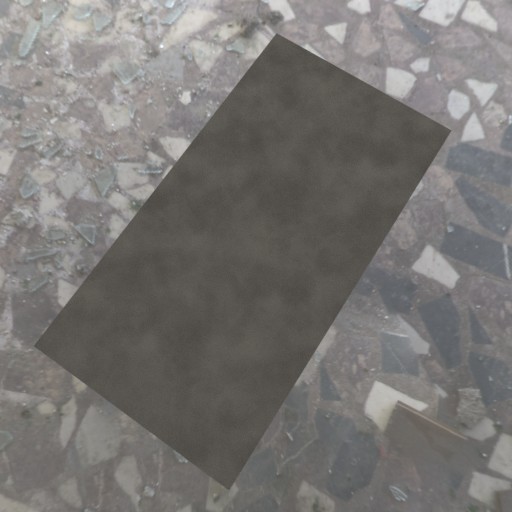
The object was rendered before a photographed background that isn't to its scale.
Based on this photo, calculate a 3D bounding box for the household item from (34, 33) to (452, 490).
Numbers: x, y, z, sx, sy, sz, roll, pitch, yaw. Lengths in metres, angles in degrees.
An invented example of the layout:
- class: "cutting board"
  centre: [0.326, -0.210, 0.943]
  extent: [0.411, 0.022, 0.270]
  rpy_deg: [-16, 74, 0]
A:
- class: "household item"
  centre: [0.000, 0.000, 2.062]
  extent: [0.850, 0.755, 1.600]
  rpy_deg: [33, 78, 8]
